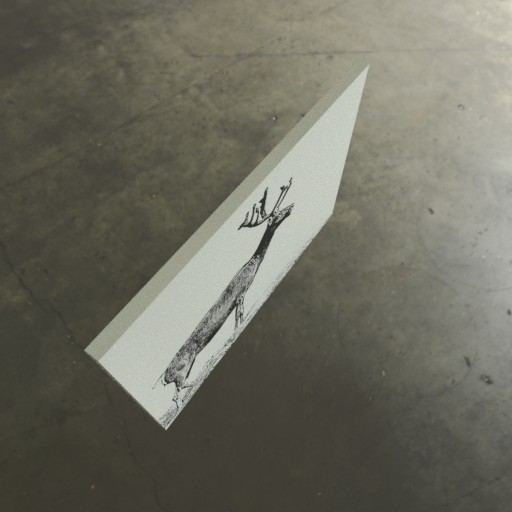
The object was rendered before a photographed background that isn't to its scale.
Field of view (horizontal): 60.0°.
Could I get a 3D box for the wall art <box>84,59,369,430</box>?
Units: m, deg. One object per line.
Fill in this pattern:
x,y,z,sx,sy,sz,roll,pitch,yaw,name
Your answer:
0.000,0.000,1.158,0.033,0.617,0.906,31,64,17,wall art
